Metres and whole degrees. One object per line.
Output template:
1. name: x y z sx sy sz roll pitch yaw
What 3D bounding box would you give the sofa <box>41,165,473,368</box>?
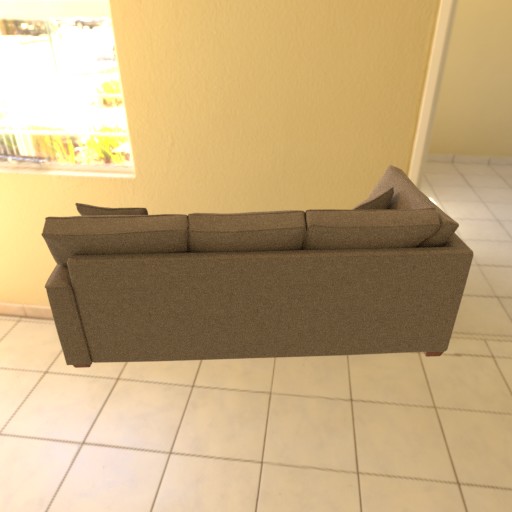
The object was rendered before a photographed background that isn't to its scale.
1. sofa: 0.000 0.000 2.912 2.317 0.962 1.061 -1 30 -2
